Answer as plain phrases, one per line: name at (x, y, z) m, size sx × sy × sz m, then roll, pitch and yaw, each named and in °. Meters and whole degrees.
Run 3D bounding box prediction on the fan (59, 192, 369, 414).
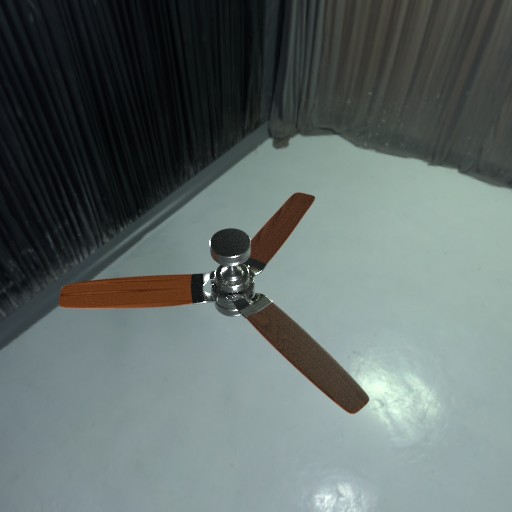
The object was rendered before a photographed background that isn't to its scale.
fan at (0.000, 0.000, 2.076) m, size 1.416 × 0.410 × 1.271 m, roll 23°, pitch 51°, yaw 20°
